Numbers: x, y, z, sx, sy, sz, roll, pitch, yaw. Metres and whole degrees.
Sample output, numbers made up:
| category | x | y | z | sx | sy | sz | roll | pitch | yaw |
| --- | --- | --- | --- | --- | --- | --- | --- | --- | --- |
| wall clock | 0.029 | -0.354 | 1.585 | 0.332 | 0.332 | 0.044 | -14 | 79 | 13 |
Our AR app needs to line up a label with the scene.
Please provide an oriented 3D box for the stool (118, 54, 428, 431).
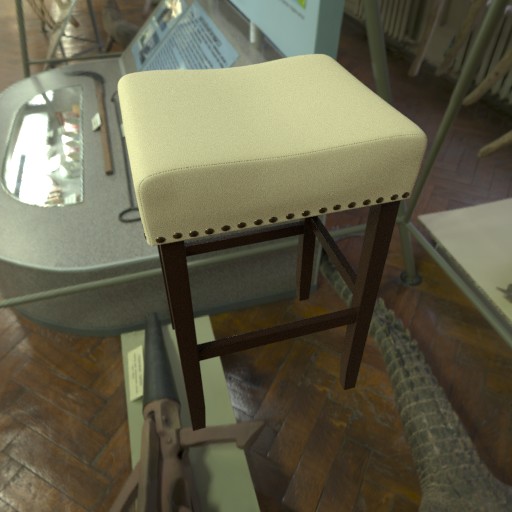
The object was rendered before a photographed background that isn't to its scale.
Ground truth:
| category | x | y | z | sx | sy | sz | roll | pitch | yaw |
| --- | --- | --- | --- | --- | --- | --- | --- | --- | --- |
| stool | 0.000 | 0.000 | 1.040 | 0.471 | 0.762 | 0.401 | -11 | 43 | -12 |
